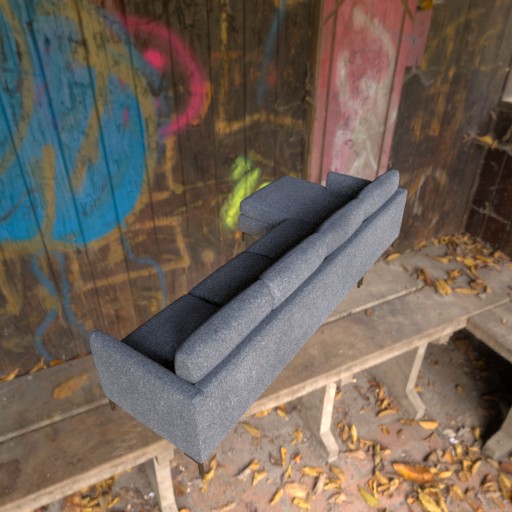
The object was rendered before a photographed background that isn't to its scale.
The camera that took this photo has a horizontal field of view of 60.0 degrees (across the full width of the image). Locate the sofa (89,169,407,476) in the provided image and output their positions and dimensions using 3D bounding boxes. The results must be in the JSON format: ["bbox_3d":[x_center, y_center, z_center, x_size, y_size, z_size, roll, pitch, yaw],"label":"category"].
[{"bbox_3d":[0.000,0.000,3.446,1.350,0.810,2.932,21,38,29],"label":"sofa"}]
